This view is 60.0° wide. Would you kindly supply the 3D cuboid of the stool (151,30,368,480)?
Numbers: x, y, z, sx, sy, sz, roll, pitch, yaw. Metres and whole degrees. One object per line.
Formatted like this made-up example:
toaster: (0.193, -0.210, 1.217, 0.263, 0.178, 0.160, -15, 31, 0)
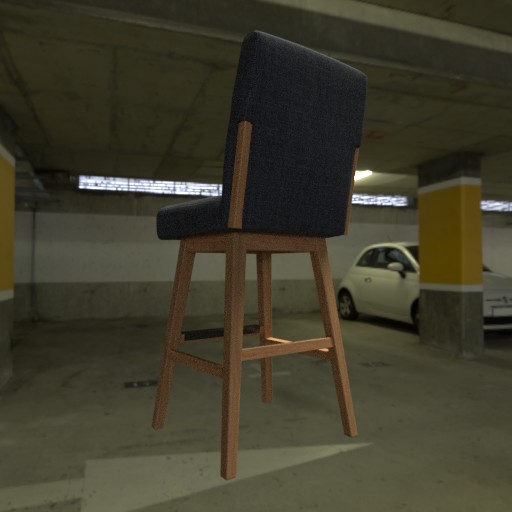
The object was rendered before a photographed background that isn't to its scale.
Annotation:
stool: (0.000, 0.000, 1.399, 0.483, 1.112, 0.570, 1, -2, -37)
